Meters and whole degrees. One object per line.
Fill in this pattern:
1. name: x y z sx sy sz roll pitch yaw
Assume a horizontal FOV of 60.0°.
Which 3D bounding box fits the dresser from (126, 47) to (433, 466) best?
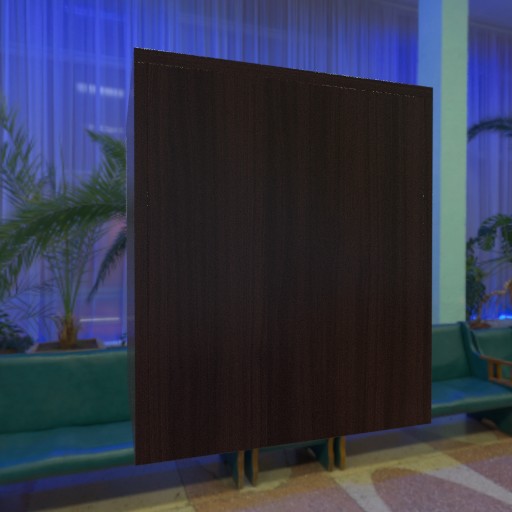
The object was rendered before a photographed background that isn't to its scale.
1. dresser: 0.000 0.000 0.727 0.400 0.470 0.360 0 1 -18
